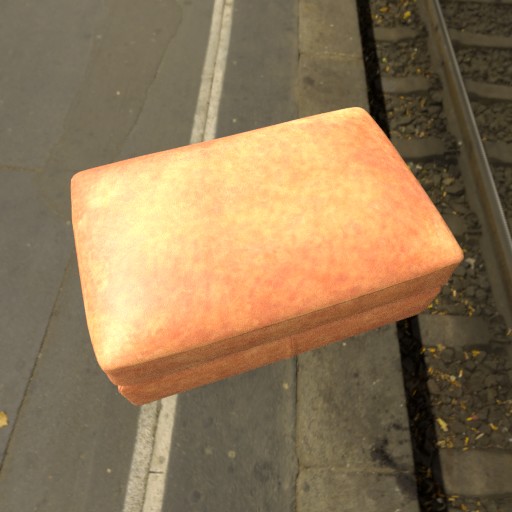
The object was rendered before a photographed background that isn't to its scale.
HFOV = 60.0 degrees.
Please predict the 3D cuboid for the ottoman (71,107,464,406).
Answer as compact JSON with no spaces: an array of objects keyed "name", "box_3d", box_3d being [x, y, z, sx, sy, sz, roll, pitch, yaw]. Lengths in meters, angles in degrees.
[{"name":"ottoman","box_3d":[0.000,0.000,1.215,0.852,0.507,0.565,-16,60,-10]}]
